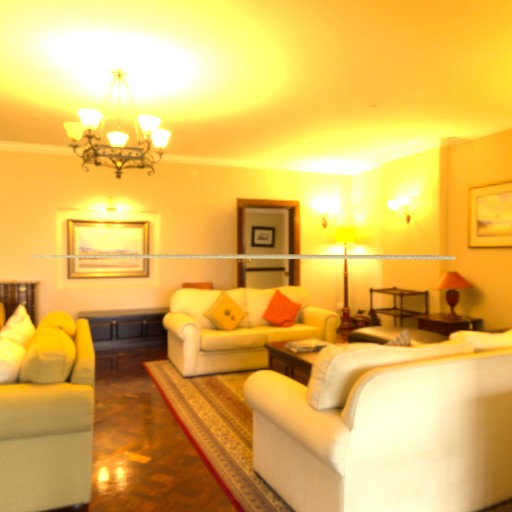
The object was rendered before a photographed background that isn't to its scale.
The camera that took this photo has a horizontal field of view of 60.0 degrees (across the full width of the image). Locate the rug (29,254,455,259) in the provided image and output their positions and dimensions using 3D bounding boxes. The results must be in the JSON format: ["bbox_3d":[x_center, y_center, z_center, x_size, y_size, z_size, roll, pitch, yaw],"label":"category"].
[{"bbox_3d":[0.000,0.000,2.344,1.829,0.010,1.219,0,1,19],"label":"rug"}]
